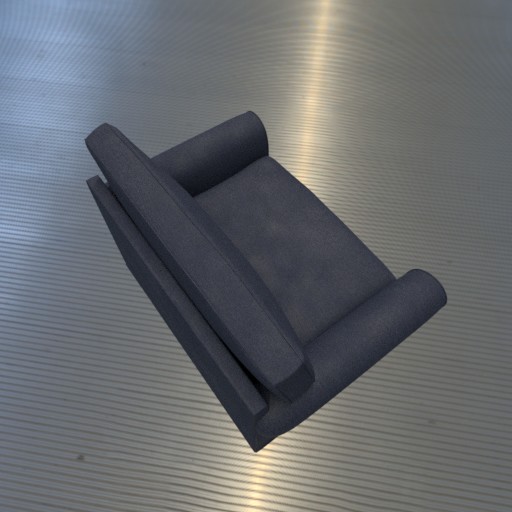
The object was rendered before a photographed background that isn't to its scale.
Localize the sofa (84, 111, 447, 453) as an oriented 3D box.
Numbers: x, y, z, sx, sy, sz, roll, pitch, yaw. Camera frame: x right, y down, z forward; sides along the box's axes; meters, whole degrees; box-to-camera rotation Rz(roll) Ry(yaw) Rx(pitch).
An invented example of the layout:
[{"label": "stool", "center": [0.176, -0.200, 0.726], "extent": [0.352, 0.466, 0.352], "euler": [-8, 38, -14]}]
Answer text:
[{"label": "sofa", "center": [0.000, 0.000, 2.042], "extent": [0.938, 1.004, 1.405], "euler": [-32, 63, -18]}]
